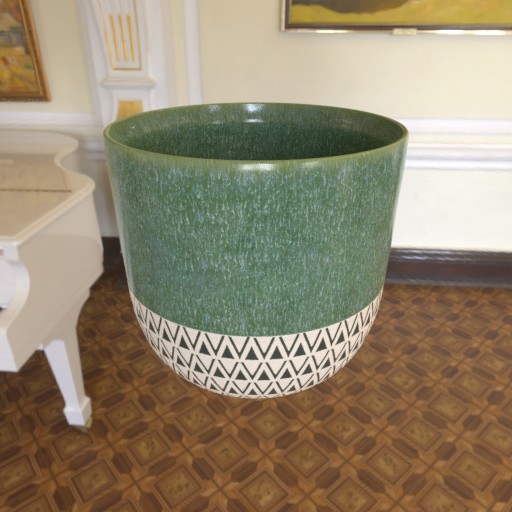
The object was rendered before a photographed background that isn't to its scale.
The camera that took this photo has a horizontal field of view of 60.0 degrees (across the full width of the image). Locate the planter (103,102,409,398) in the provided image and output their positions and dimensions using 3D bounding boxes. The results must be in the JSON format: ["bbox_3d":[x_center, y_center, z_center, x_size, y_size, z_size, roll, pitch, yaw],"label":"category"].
[{"bbox_3d":[0.000,0.000,0.462,0.266,0.270,0.266,0,27,0],"label":"planter"}]
